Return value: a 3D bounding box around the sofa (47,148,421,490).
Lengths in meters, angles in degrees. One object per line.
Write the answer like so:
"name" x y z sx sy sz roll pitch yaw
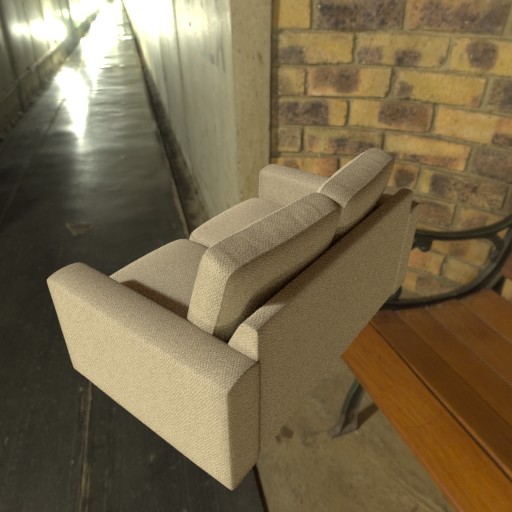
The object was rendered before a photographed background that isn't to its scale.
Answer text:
"sofa" 0.000 0.000 2.164 1.016 0.873 1.616 23 39 31
